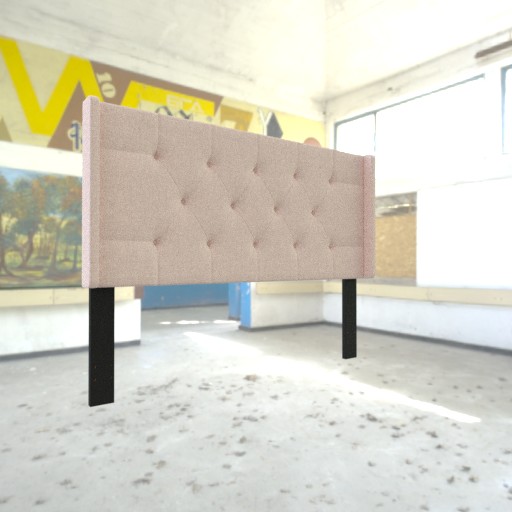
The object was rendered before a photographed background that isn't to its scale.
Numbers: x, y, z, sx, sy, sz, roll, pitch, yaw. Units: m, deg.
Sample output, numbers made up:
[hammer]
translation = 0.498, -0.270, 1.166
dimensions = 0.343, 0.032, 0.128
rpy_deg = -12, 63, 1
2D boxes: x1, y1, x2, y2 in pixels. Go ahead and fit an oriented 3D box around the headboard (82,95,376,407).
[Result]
[headboard]
translation = 0.000, 0.000, 2.751
dimensions = 2.051, 1.524, 0.184
rpy_deg = 0, -1, -36
